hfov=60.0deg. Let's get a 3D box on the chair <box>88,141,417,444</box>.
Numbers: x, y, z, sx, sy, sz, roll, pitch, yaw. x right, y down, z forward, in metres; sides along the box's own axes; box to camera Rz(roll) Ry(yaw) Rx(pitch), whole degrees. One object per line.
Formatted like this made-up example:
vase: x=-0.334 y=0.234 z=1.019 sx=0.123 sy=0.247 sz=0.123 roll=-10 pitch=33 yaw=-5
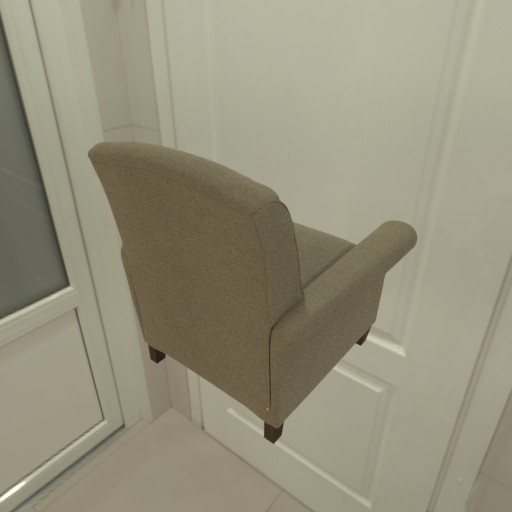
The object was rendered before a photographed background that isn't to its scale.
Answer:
chair: x=0.000 y=0.000 z=1.799 sx=0.978 sy=1.061 sz=0.905 roll=22 pitch=37 yaw=33
